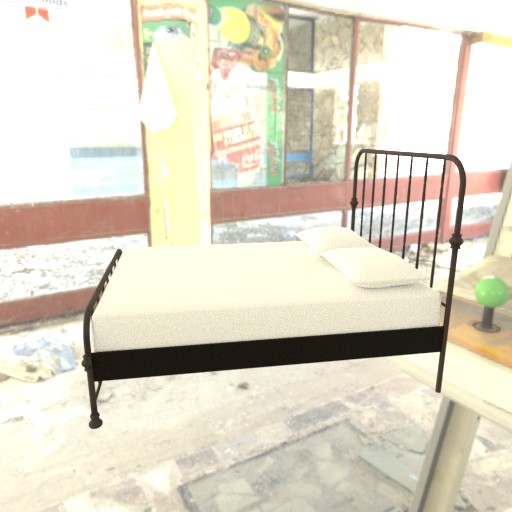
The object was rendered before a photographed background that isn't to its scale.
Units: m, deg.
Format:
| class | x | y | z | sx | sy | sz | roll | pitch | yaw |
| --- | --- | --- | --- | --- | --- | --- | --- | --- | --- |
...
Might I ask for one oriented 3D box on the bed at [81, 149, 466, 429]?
| class | x | y | z | sx | sy | sz | roll | pitch | yaw |
| --- | --- | --- | --- | --- | --- | --- | --- | --- | --- |
| bed | 0.000 | 0.000 | 3.160 | 2.134 | 1.446 | 1.616 | -3 | 15 | -9 |
